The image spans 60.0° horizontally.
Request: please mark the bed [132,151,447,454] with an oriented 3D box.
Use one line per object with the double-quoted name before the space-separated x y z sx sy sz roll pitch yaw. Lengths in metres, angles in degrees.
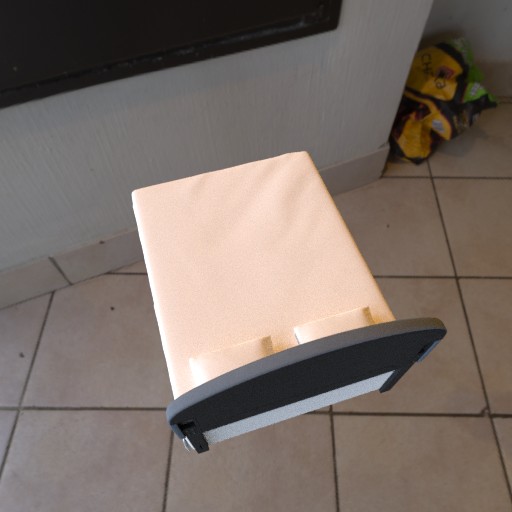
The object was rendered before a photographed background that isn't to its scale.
"bed" 0.000 0.000 3.064 1.607 1.410 2.005 -15 59 -9
